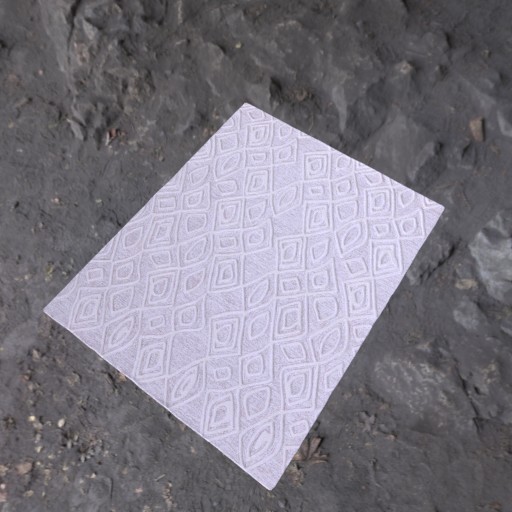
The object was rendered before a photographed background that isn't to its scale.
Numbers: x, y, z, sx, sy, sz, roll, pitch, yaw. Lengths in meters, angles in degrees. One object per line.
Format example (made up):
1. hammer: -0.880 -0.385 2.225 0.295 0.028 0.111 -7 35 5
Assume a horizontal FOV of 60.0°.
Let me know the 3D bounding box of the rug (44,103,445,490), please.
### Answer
1. rug: 0.000 0.000 4.134 2.449 0.025 3.049 32 68 15
